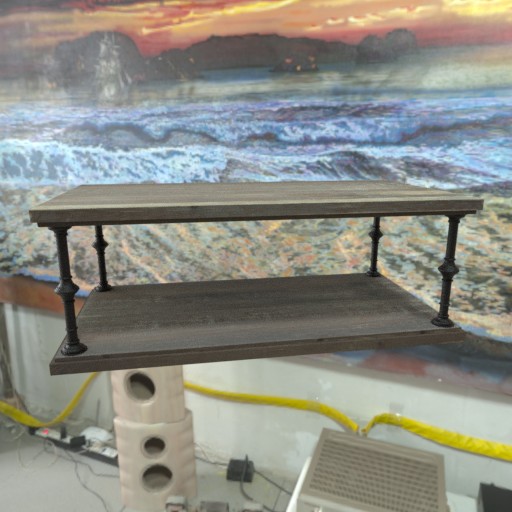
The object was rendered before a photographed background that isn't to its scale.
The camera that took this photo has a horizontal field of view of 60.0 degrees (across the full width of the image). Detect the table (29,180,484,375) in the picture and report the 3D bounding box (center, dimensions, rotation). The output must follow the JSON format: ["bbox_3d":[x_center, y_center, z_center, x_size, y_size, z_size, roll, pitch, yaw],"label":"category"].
[{"bbox_3d":[0.000,0.000,1.358,1.088,0.399,0.554,-2,15,-9],"label":"table"}]
